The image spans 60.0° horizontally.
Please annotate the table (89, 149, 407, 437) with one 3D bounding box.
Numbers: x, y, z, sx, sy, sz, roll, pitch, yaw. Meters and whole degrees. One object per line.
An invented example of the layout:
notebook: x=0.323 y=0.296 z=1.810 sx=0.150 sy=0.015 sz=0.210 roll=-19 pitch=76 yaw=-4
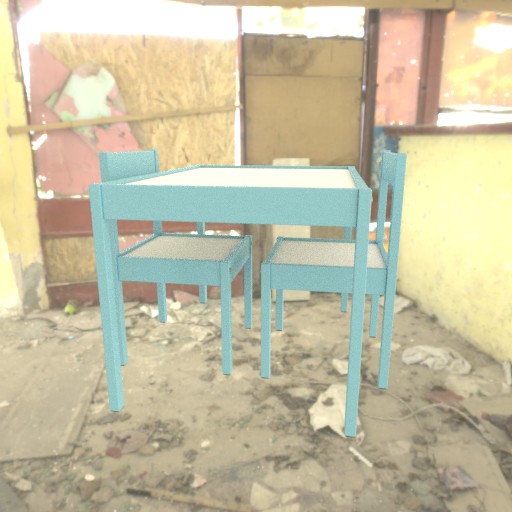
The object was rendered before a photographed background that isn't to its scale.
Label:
table: x=0.000 y=0.000 z=1.090 sx=0.633 sy=0.503 sz=0.639 roll=2 pitch=15 yaw=9
